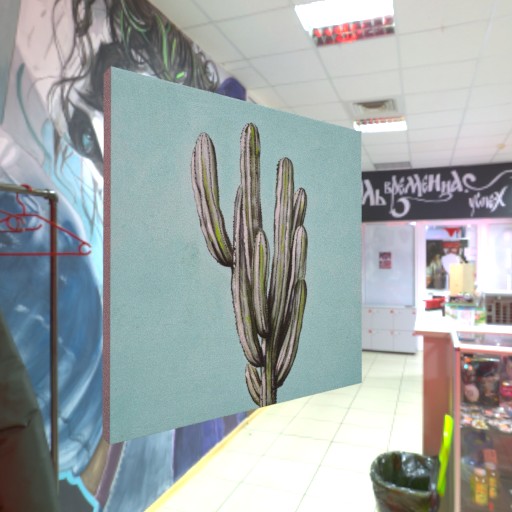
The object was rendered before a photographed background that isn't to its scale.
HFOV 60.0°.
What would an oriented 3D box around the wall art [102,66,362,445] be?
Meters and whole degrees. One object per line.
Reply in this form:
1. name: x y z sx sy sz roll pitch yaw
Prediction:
1. wall art: 0.000 0.000 0.898 0.603 0.603 0.036 0 -1 -36
